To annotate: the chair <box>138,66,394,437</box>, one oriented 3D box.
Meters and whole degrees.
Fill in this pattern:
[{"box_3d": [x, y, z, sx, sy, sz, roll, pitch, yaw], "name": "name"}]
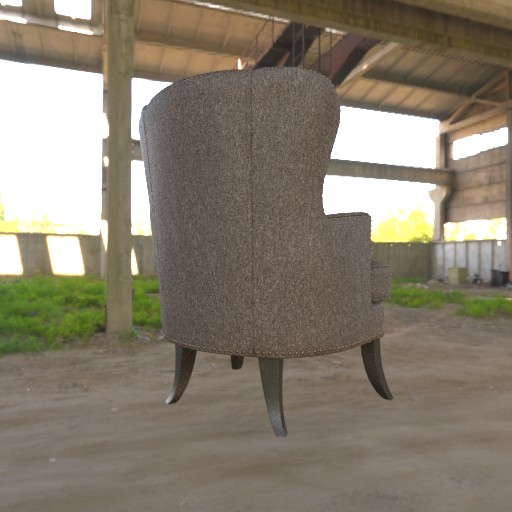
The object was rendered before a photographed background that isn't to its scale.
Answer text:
[{"box_3d": [0.000, 0.000, 1.601, 0.759, 1.060, 0.758, 0, 0, 37], "name": "chair"}]
